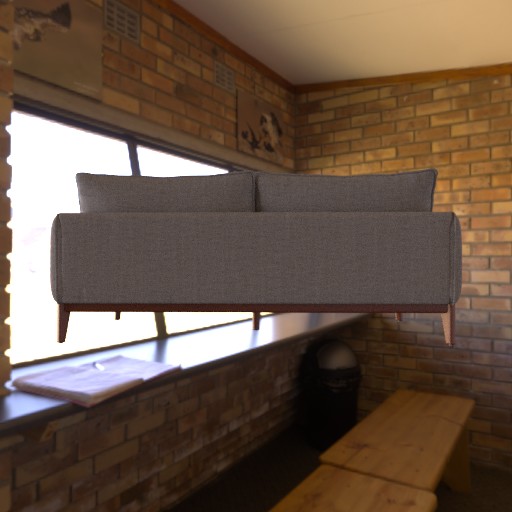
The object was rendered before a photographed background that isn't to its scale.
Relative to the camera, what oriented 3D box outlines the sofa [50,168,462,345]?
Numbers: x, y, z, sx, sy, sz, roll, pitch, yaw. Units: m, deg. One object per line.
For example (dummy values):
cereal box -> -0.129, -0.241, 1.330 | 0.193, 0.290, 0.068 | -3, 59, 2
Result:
sofa -> 0.000, 0.000, 2.549 | 1.989, 0.851, 0.972 | 0, -1, 1
